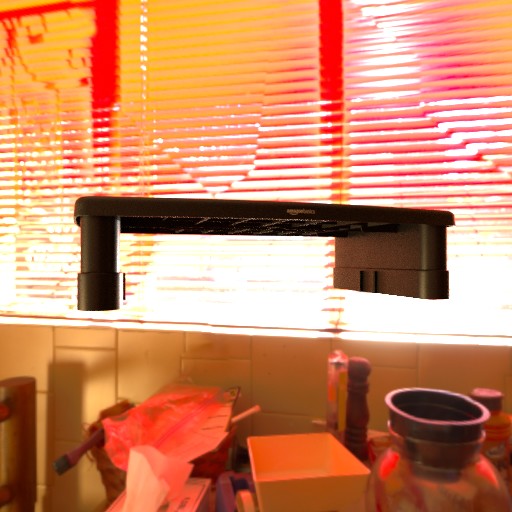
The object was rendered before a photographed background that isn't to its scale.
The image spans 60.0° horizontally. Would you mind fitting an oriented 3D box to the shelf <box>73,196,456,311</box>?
[{"bbox_3d":[0.000,0.000,0.544,0.410,0.100,0.280,0,-1,-18],"label":"shelf"}]
